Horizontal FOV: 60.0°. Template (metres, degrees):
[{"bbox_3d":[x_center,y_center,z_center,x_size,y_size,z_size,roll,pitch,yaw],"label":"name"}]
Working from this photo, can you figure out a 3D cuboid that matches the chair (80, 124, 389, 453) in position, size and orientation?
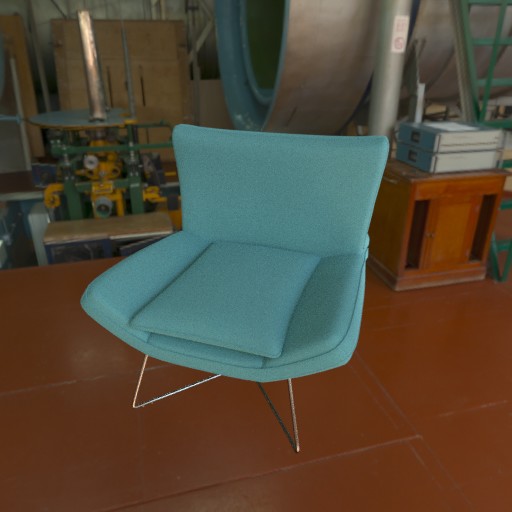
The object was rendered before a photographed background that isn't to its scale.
[{"bbox_3d":[0.000,0.000,1.669,0.859,0.855,1.008,8,27,17],"label":"chair"}]
